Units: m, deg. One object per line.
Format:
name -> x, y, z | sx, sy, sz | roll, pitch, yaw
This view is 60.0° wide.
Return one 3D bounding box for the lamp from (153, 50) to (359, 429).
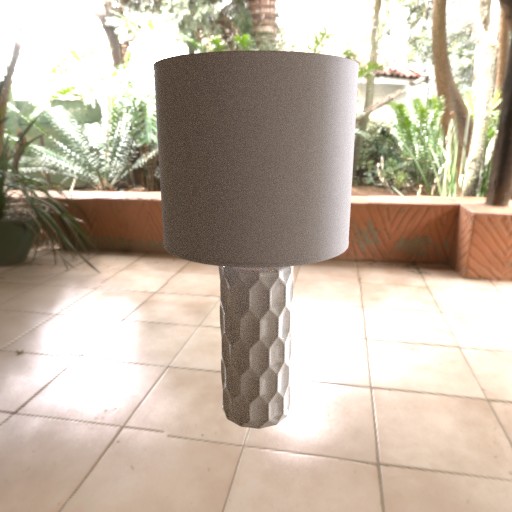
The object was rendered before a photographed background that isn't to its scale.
lamp -> 0.000, 0.000, 0.681 | 0.277, 0.537, 0.277 | 3, 16, 10
